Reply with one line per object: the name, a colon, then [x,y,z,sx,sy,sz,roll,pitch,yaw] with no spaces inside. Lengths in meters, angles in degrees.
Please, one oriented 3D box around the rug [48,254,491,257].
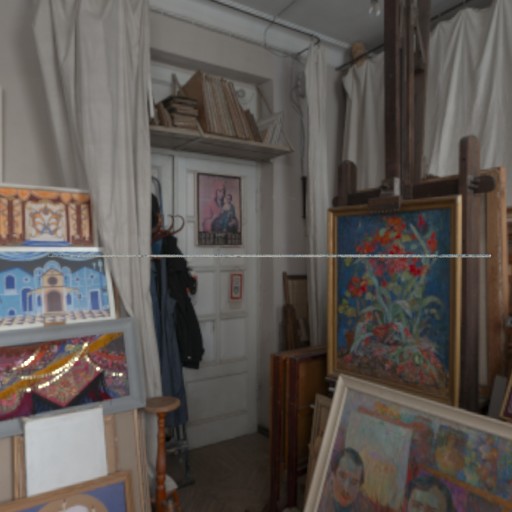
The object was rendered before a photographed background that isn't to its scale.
rug: [0.000,0.000,2.698,2.434,0.013,0.770,0,0,18]
